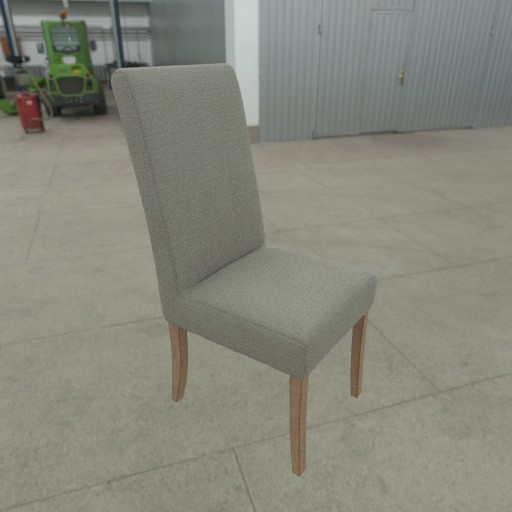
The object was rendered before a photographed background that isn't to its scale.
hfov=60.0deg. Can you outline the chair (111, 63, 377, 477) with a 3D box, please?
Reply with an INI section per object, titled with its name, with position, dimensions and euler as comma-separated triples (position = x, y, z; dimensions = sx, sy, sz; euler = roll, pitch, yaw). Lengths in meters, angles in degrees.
[chair]
position = 0.000, 0.000, 1.322
dimensions = 0.611, 1.033, 0.450
euler = 17, 31, 32
